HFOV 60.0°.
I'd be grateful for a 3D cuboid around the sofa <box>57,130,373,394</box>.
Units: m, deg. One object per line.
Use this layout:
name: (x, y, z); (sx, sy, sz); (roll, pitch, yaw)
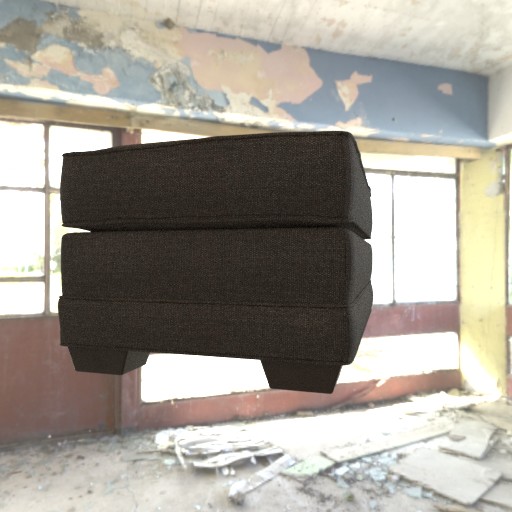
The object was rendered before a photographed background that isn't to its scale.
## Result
sofa: (0.000, 0.000, 1.178); (0.578, 0.457, 0.854); (0, 0, 17)
